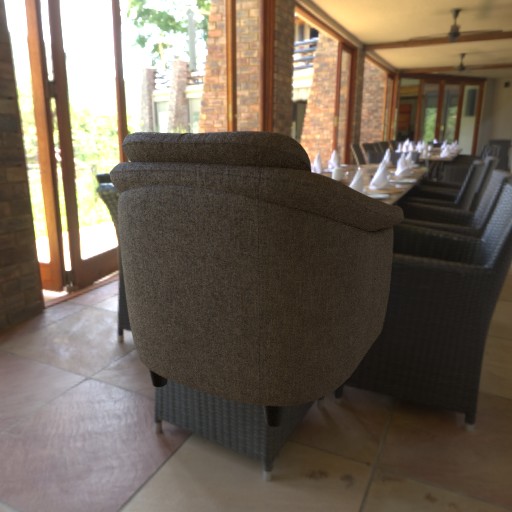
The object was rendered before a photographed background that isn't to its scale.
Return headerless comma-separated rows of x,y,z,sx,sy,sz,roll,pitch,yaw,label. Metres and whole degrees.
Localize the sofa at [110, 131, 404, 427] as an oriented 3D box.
0.000,0.000,1.512,0.870,0.811,0.794,8,17,28,sofa
